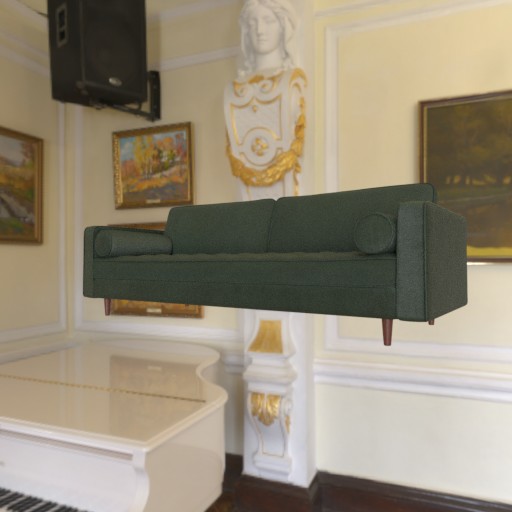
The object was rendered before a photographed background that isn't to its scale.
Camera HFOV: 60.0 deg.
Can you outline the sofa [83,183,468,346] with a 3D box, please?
[{"bbox_3d":[0.000,0.000,2.666,2.199,0.769,0.918,-1,-1,35],"label":"sofa"}]
